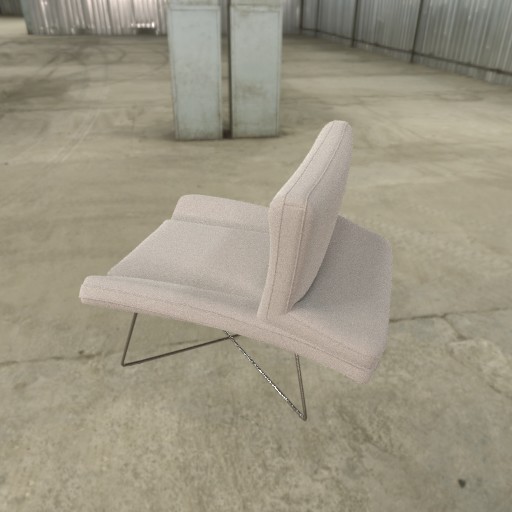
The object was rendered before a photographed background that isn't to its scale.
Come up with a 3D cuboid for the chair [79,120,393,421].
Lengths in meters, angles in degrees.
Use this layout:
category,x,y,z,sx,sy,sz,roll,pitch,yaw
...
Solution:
category,x,y,z,sx,sy,sz,roll,pitch,yaw
chair,0.000,0.000,1.670,1.008,0.855,0.859,9,31,15
